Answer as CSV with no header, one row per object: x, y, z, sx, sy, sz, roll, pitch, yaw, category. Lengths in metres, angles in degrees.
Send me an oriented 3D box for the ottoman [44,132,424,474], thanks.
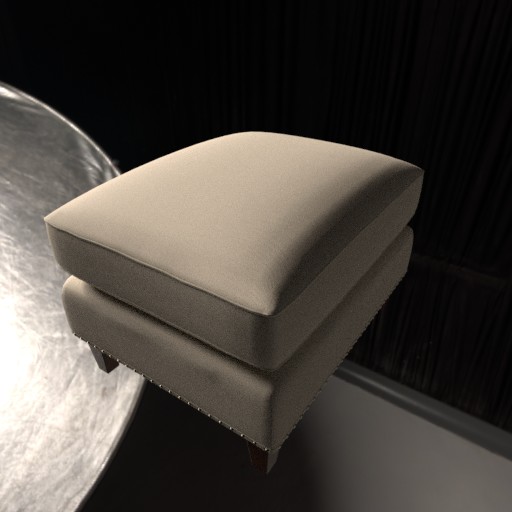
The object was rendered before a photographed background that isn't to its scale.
0.000,0.000,1.113,0.584,0.513,0.741,20,36,29,ottoman
